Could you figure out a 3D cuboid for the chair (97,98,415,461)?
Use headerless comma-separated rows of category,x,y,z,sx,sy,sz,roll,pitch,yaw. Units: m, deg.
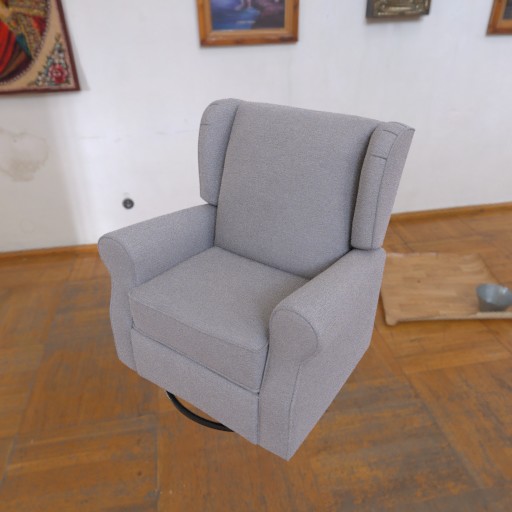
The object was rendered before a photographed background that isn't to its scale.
chair,0.000,0.000,1.666,0.906,0.966,0.854,19,36,29
